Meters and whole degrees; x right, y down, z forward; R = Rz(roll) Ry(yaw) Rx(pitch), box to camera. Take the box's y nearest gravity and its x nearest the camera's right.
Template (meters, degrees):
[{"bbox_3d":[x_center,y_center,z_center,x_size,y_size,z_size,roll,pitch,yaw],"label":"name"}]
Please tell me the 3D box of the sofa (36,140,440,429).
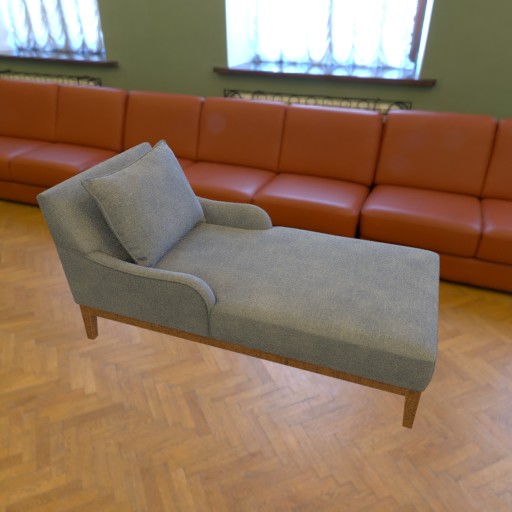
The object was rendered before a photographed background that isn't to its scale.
[{"bbox_3d":[0.000,0.000,2.257,1.779,0.883,0.904,11,32,17],"label":"sofa"}]
